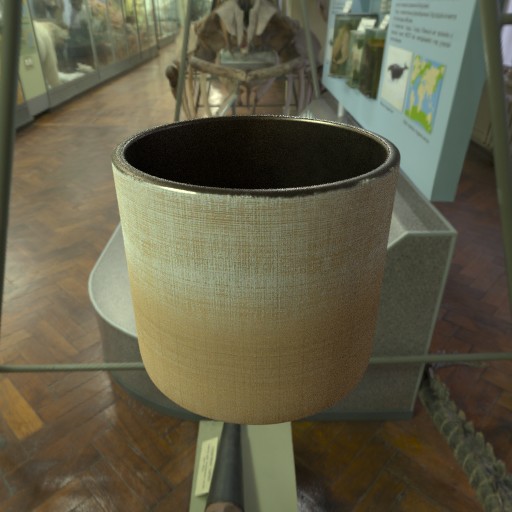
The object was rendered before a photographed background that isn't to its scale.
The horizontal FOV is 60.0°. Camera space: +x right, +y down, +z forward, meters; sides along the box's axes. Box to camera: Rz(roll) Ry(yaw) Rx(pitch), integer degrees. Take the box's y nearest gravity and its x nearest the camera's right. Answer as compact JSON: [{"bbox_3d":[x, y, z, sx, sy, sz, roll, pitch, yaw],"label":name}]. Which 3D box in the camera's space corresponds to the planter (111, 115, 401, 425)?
[{"bbox_3d":[0.000,0.000,0.392,0.221,0.201,0.221,0,29,0],"label":"planter"}]
